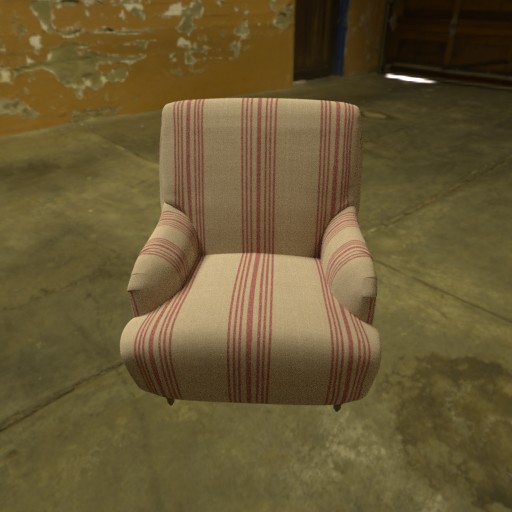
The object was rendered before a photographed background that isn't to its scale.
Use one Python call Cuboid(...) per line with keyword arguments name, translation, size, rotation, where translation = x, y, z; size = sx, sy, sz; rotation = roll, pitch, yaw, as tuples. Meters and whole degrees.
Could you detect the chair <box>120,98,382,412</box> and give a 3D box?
Cuboid(name="chair", translation=(0.000, 0.000, 1.861), size=(0.933, 1.123, 1.058), rotation=(1, 30, 2))
